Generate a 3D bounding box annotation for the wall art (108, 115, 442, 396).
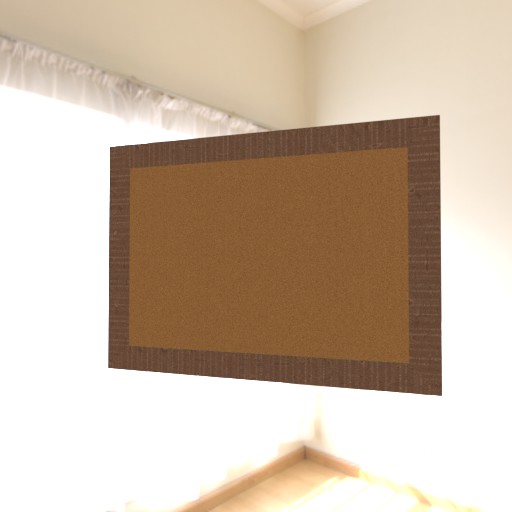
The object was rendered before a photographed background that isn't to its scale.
[{"bbox_3d":[0.000,0.000,1.366,1.056,0.761,0.020,0,-1,18],"label":"wall art"}]
